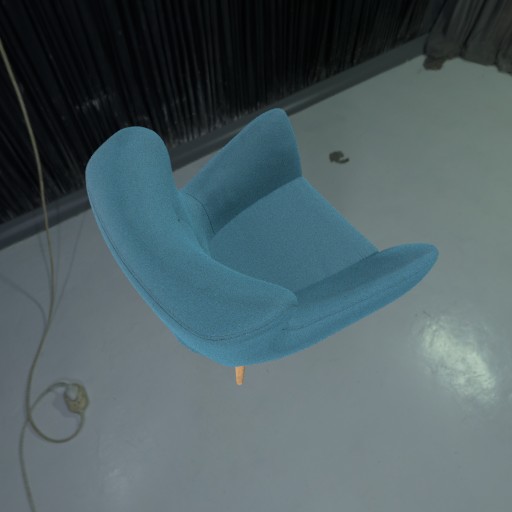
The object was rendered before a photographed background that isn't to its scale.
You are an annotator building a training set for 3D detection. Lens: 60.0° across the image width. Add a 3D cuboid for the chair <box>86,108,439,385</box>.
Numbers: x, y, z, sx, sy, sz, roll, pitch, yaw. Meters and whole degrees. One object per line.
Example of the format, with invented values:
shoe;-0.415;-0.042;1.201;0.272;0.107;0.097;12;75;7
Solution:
chair;0.000;0.000;1.616;0.889;0.889;0.890;-31;63;-18
